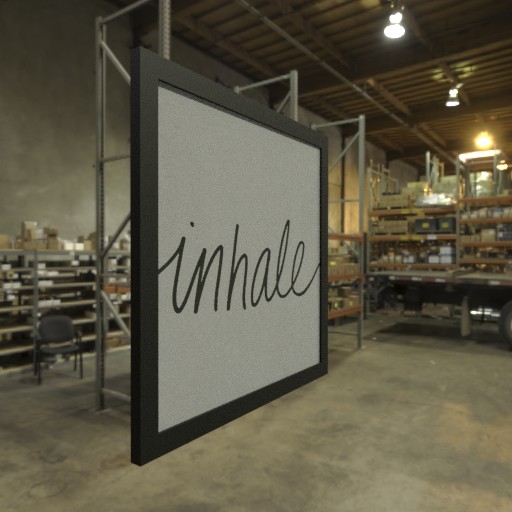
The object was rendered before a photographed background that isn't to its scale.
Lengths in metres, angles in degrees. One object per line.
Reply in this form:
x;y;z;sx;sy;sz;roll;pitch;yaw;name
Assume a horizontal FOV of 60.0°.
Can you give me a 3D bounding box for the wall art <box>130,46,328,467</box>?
0.000;0.000;0.523;0.013;0.356;0.356;0;1;35;wall art
